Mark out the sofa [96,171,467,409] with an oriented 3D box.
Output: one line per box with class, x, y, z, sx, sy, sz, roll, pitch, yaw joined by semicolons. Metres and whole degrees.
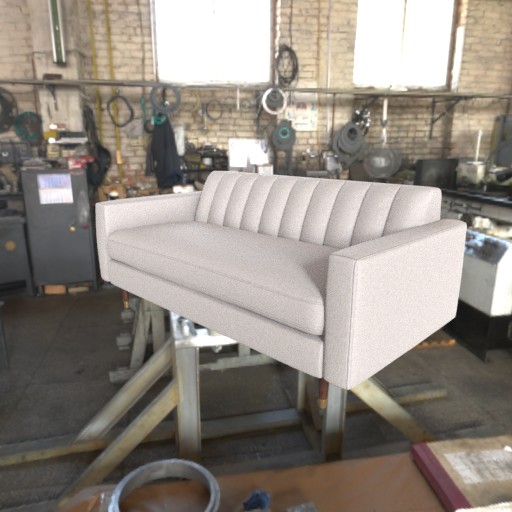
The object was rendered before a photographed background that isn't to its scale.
sofa;0.000;0.000;2.447;1.895;0.814;0.969;14;21;43
